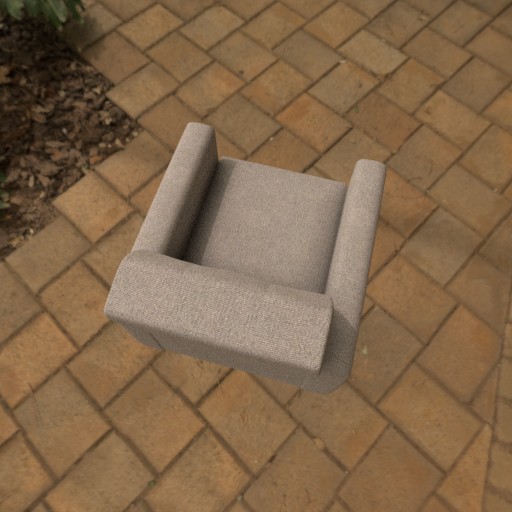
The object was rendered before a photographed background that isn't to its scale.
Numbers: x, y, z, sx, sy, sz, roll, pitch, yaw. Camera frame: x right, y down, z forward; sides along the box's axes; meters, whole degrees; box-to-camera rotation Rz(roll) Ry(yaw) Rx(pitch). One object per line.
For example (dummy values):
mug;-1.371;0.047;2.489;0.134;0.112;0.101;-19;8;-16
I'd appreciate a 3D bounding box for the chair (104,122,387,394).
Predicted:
chair;0.000;0.000;1.728;0.845;0.968;0.942;14;66;6
